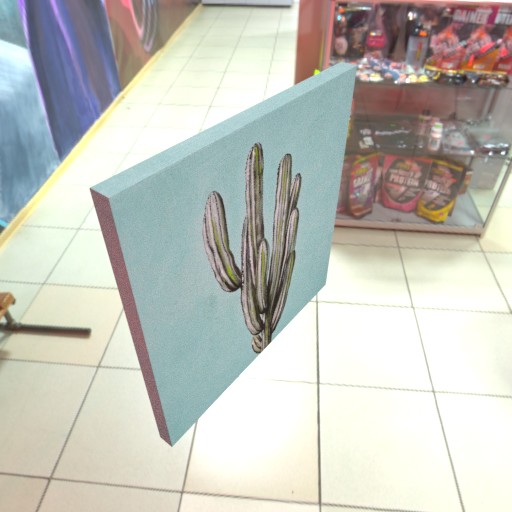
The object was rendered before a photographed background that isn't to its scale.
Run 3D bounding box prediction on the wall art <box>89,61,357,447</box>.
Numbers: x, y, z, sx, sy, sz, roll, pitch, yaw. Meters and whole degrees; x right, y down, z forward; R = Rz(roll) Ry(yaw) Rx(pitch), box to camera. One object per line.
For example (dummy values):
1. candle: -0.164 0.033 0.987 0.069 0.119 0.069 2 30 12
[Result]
1. wall art: 0.000 0.000 0.897 0.036 0.603 0.603 27 47 28
